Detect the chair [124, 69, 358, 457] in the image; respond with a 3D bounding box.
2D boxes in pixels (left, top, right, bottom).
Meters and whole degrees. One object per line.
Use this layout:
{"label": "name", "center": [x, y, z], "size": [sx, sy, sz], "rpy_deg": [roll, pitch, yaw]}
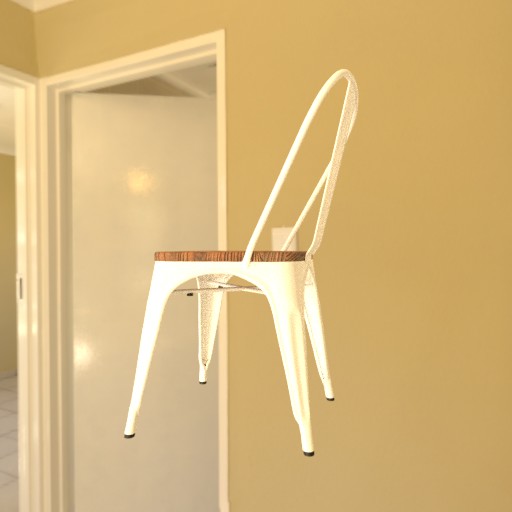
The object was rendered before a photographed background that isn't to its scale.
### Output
{"label": "chair", "center": [0.000, 0.000, 1.174], "size": [0.521, 0.851, 0.452], "rpy_deg": [0, 1, 17]}
